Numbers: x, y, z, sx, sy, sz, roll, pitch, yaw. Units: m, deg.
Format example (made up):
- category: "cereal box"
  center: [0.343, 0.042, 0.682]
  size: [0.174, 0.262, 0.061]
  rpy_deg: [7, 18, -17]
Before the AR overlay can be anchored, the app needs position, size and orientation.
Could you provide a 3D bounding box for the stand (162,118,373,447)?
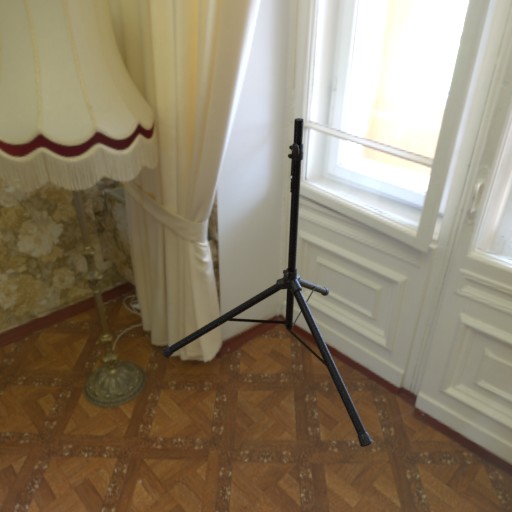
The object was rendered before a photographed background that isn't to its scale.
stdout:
- category: "stand"
  center: [0.000, 0.000, 1.873]
  size: [0.907, 1.136, 1.045]
  rpy_deg: [0, 31, 0]
